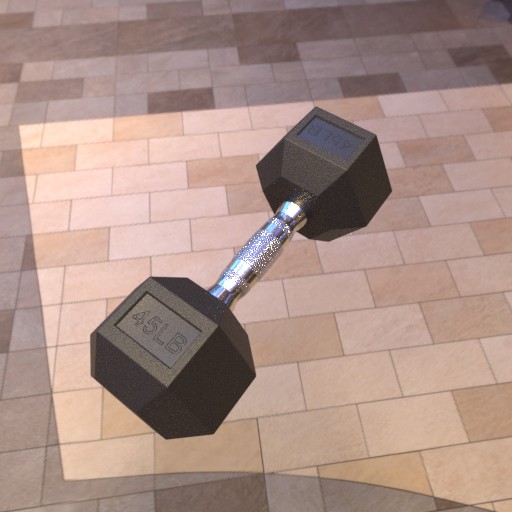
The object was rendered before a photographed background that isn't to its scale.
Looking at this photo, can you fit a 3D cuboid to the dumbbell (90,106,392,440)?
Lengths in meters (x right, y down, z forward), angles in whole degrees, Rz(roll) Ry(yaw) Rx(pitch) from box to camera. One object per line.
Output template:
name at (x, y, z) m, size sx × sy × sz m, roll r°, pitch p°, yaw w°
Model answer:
dumbbell at (0.000, 0.000, 0.436) m, size 0.141 × 0.123 × 0.356 m, roll 32°, pitch 64°, yaw 18°
